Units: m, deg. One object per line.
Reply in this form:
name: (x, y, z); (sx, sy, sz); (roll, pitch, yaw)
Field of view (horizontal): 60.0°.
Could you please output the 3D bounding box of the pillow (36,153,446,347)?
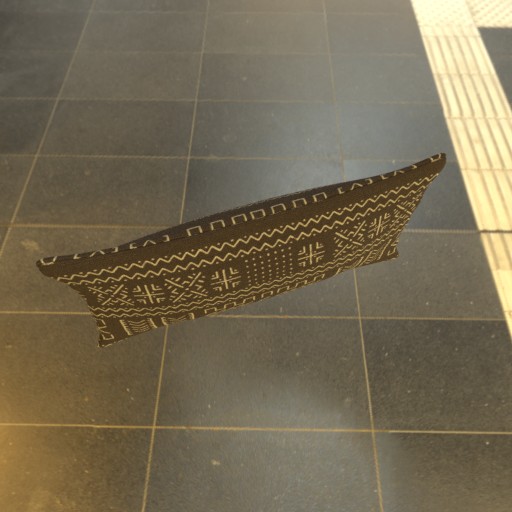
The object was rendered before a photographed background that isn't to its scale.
pillow: (0.000, 0.000, 0.808); (0.667, 0.322, 0.135); (-16, 60, -10)
